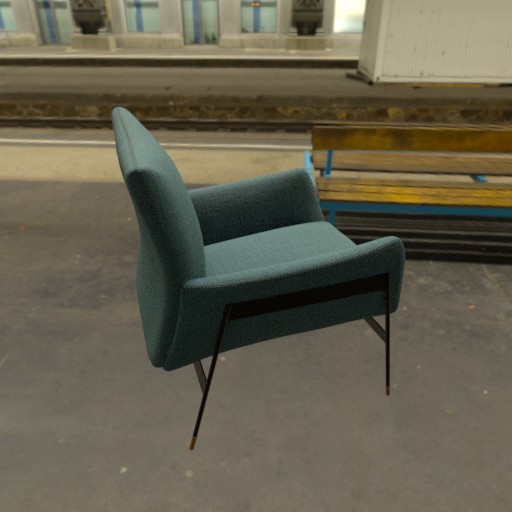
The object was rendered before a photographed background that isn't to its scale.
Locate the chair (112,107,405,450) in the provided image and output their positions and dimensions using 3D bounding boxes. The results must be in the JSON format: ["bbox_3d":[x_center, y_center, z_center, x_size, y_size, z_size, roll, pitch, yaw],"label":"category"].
[{"bbox_3d":[0.000,0.000,1.436,0.769,0.859,0.678,-9,30,-16],"label":"chair"}]
